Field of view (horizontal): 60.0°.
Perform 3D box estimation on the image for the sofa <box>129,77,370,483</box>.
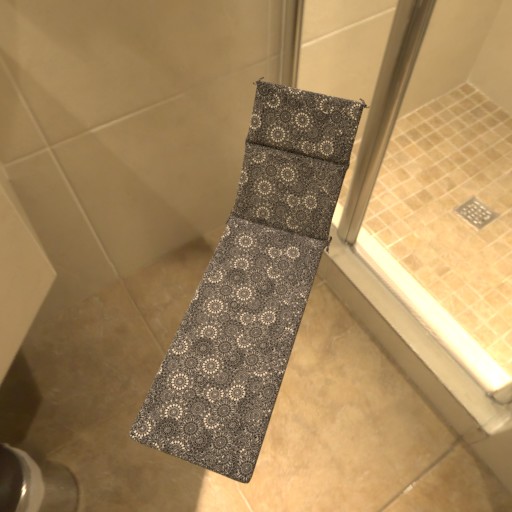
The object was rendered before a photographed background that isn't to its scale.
[{"bbox_3d":[0.000,0.000,1.938,0.582,0.622,1.663,16,59,10],"label":"sofa"}]
